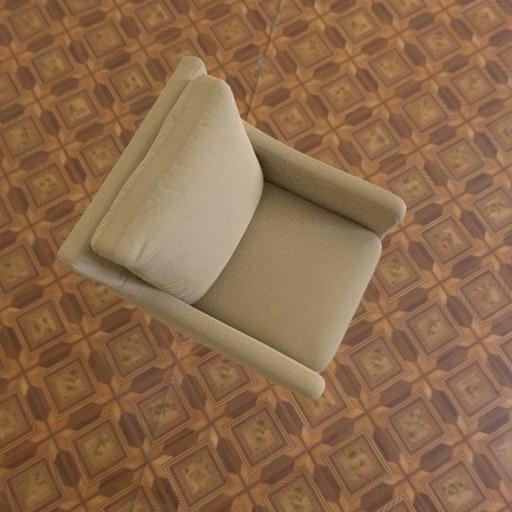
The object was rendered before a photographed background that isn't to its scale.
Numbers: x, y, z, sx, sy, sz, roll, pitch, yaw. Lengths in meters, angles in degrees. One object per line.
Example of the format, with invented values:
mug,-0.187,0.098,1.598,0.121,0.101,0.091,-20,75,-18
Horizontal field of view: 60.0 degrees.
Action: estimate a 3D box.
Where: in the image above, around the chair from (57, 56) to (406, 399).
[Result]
chair,0.000,0.000,1.371,0.694,0.914,0.626,27,78,6
